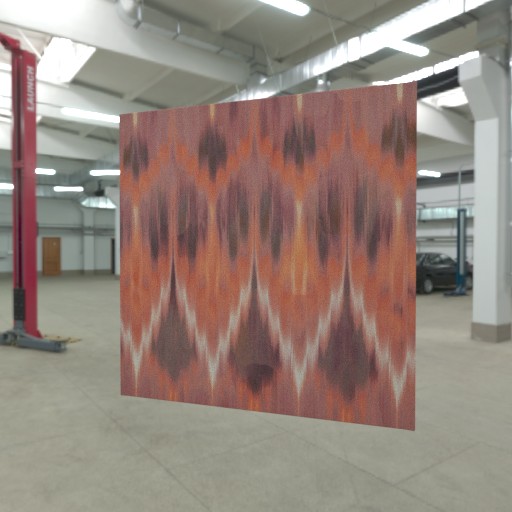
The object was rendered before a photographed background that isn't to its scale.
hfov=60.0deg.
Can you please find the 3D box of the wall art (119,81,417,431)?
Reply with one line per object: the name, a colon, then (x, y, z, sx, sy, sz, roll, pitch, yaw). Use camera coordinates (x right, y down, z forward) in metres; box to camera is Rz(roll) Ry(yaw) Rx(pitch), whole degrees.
wall art: (0.000, 0.000, 0.594, 0.403, 0.406, 0.038, 0, 1, 18)
